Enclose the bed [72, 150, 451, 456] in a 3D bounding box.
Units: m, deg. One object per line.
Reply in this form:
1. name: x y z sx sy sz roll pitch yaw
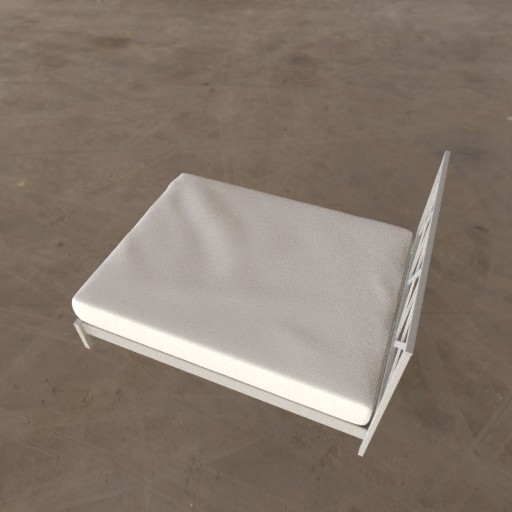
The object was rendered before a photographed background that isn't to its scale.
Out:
1. bed: 0.000 0.000 3.167 2.135 1.253 1.673 16 49 15
